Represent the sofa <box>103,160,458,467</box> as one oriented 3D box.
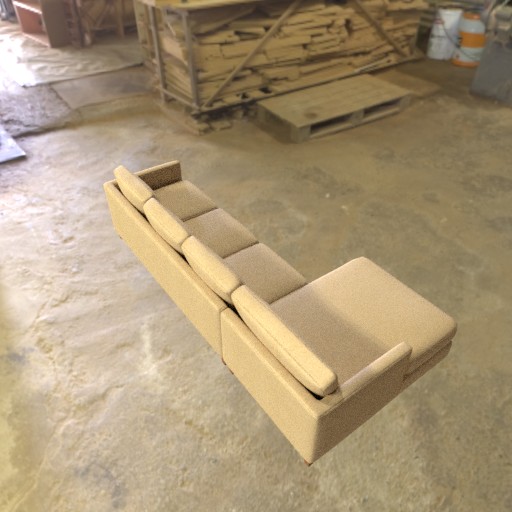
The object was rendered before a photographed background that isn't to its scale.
[{"bbox_3d":[0.000,0.000,3.930,1.502,0.876,3.201,-25,46,-27],"label":"sofa"}]
